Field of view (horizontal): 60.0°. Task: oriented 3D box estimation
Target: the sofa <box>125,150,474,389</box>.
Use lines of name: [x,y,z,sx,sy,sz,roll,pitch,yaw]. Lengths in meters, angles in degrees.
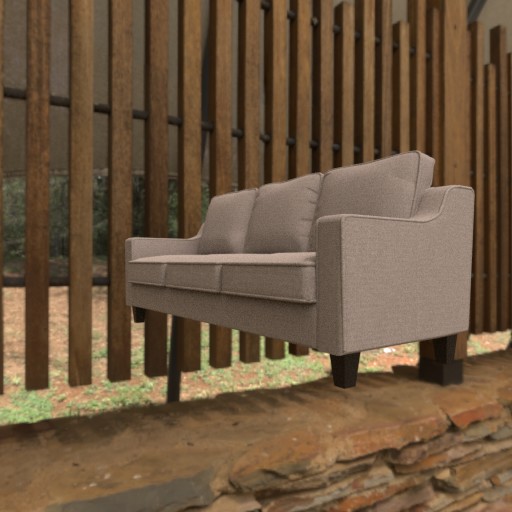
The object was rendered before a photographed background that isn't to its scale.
sofa: [0.000,0.000,2.590,0.899,0.950,2.129,0,-1,-36]
